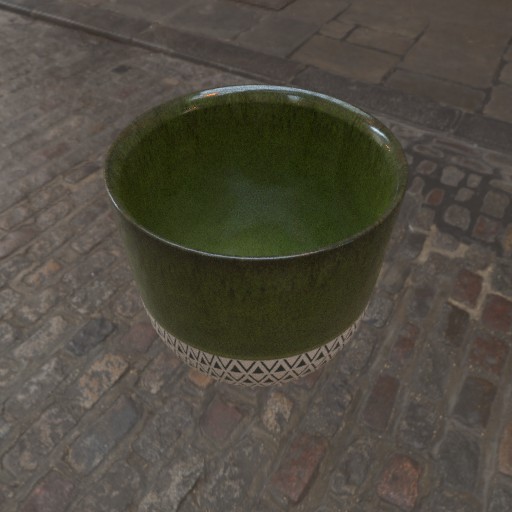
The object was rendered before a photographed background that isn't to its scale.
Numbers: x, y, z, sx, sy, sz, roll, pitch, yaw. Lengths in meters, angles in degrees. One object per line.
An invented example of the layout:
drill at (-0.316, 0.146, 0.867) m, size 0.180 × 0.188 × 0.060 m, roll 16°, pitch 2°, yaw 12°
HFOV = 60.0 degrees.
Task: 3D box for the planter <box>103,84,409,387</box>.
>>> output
planter at (0.000, 0.000, 0.492) m, size 0.266 × 0.270 × 0.266 m, roll 0°, pitch 46°, yaw 0°
